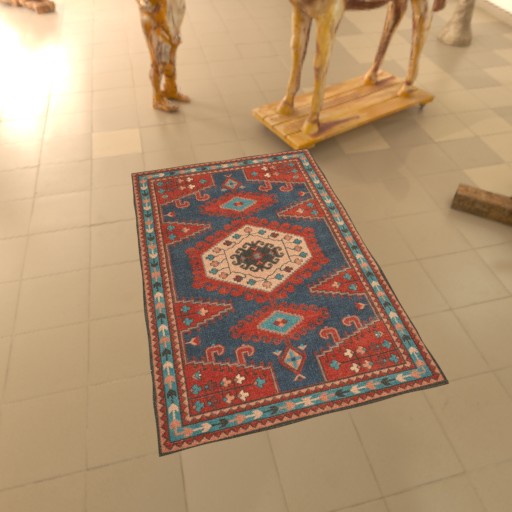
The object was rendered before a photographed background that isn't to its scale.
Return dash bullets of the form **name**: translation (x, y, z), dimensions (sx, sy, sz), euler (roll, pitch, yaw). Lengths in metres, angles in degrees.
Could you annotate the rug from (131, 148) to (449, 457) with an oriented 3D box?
- **rug**: translation (0.000, 0.000, 2.349), dimensions (1.207, 0.012, 1.820), euler (-10, 47, -10)
